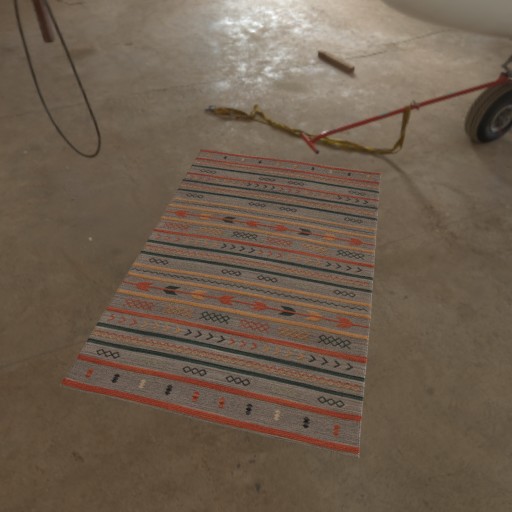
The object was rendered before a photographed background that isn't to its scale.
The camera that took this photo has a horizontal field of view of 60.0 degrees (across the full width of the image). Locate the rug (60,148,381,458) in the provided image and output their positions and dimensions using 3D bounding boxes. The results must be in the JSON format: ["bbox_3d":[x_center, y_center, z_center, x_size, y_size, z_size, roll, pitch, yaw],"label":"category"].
[{"bbox_3d":[0.000,0.000,2.335,1.220,0.017,1.835,10,46,9],"label":"rug"}]
